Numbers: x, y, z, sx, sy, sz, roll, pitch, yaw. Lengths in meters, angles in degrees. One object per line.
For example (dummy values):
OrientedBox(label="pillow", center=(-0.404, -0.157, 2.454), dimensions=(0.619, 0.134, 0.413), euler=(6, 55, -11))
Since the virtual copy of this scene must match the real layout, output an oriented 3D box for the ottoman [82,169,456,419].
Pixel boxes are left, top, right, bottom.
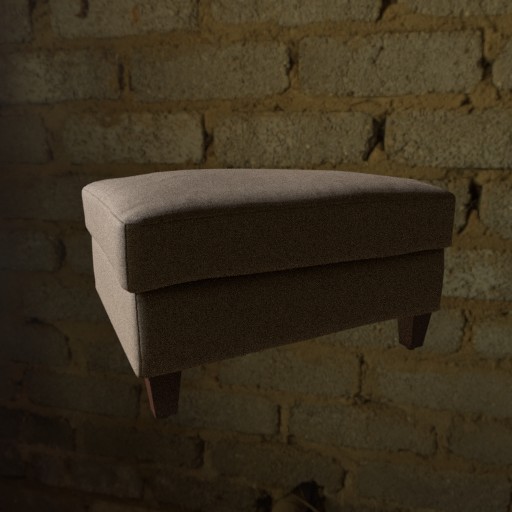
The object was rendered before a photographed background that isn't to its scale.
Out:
OrientedBox(label="ottoman", center=(0.000, 0.000, 1.316), dimensions=(0.889, 0.511, 0.692), euler=(-7, 16, -26))
